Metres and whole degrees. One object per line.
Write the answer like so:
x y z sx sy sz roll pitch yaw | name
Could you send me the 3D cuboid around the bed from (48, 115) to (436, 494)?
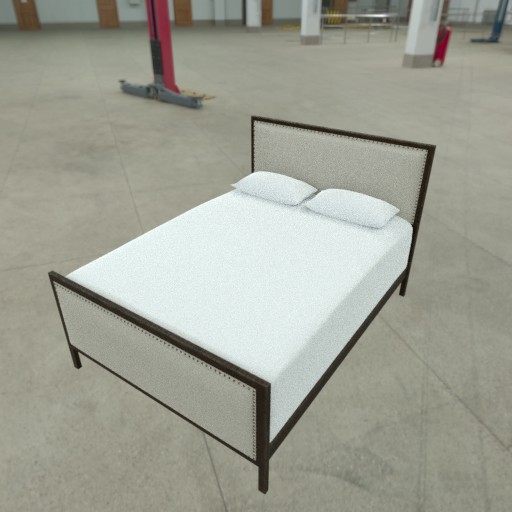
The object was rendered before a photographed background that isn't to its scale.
0.000 0.000 3.124 1.607 1.313 2.221 20 36 30 | bed
